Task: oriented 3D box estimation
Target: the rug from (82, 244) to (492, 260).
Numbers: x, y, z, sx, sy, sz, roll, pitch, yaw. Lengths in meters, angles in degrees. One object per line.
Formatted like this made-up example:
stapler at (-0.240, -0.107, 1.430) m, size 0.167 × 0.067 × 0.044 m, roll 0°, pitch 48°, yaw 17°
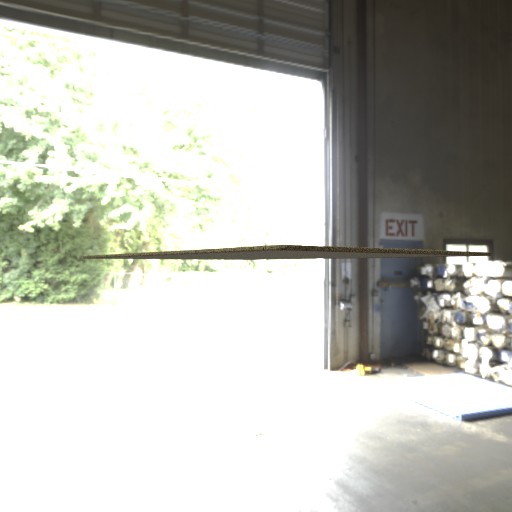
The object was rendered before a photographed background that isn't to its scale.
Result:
rug at (0.000, 0.000, 3.363) m, size 1.801 × 0.024 × 2.700 m, roll 1°, pitch -2°, yaw -37°
